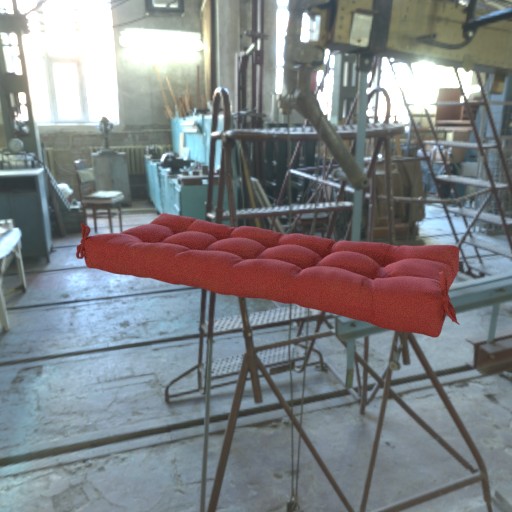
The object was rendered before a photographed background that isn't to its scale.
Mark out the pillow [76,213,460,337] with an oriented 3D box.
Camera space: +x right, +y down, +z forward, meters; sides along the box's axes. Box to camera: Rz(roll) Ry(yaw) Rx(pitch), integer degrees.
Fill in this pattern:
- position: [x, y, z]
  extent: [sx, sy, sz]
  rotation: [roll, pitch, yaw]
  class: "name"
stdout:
- position: [0.000, 0.000, 1.382]
  extent: [1.194, 0.174, 0.511]
  rotation: [8, 19, 26]
  class: "pillow"
